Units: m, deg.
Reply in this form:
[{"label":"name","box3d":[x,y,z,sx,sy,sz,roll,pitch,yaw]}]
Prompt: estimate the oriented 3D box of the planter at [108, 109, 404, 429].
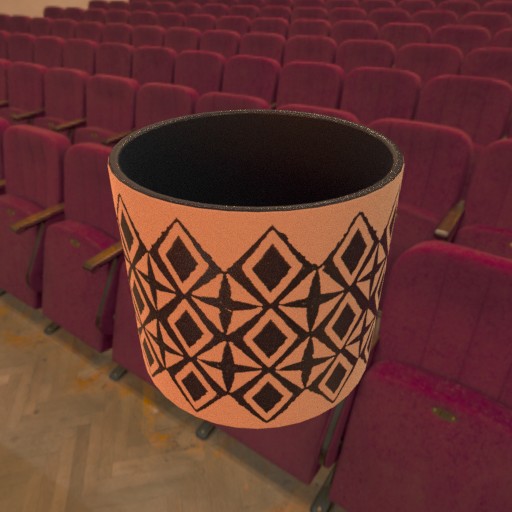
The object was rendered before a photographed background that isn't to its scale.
[{"label":"planter","box3d":[0.000,0.000,0.283,0.159,0.144,0.159,0,32,0]}]
